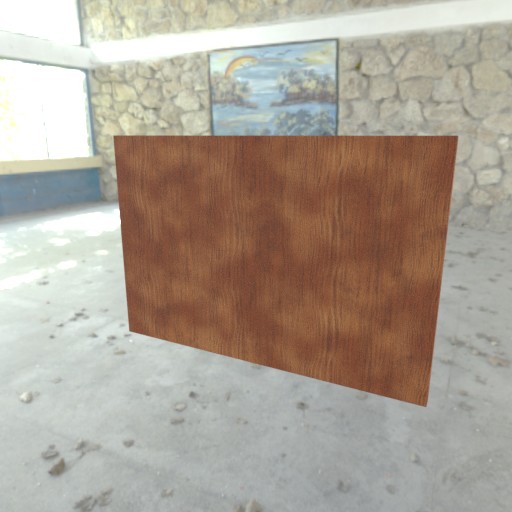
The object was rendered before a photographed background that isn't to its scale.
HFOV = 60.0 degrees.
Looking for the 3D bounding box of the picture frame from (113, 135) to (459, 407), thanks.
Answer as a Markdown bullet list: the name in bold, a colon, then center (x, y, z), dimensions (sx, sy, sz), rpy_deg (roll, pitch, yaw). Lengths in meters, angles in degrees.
- **picture frame**: center (0.000, 0.000, 1.220), dimensions (0.950, 0.640, 0.029), rpy_deg (8, 17, 26)
